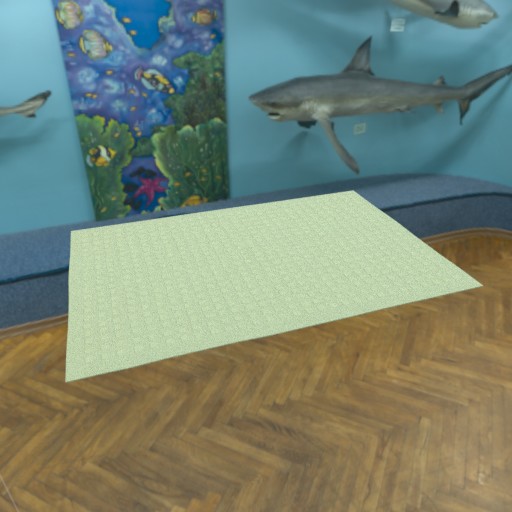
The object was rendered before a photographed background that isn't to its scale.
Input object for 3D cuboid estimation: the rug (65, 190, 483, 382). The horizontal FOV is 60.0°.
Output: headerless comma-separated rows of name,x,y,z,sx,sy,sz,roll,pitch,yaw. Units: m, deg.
rug,0.000,0.000,2.195,1.747,0.006,1.143,-10,33,-16
